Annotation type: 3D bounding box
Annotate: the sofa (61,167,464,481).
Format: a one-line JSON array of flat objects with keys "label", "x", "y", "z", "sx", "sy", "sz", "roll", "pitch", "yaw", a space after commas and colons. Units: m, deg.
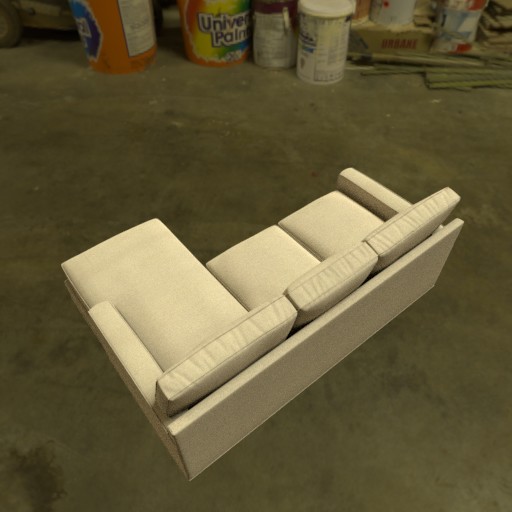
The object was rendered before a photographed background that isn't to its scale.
[{"label": "sofa", "x": 0.000, "y": 0.000, "z": 2.841, "sx": 2.087, "sy": 0.861, "sz": 1.496, "roll": -31, "pitch": 54, "yaw": -25}]
